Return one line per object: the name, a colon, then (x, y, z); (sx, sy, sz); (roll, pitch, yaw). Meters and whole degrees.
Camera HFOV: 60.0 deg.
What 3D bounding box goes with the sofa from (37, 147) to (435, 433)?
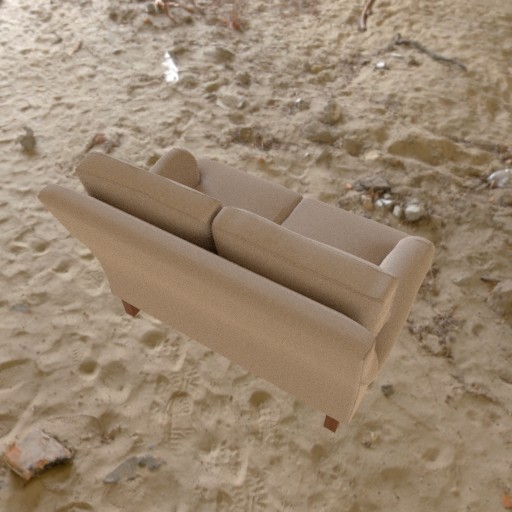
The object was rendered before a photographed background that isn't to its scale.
sofa: (0.000, 0.000, 2.176); (1.508, 1.048, 1.087); (24, 52, 21)
